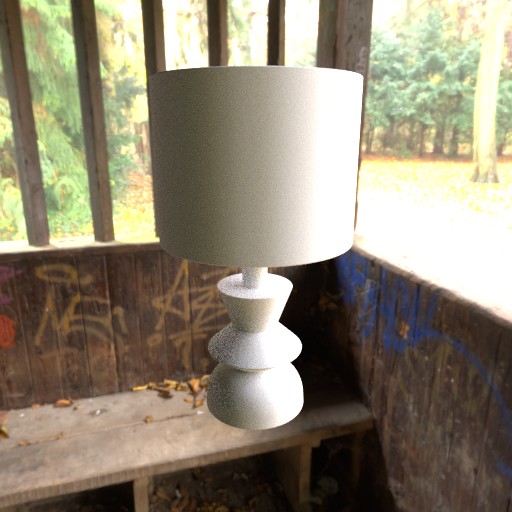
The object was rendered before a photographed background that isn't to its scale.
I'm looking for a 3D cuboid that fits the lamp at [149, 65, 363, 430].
[{"bbox_3d":[0.000,0.000,0.715,0.301,0.533,0.301,16,23,42],"label":"lamp"}]
